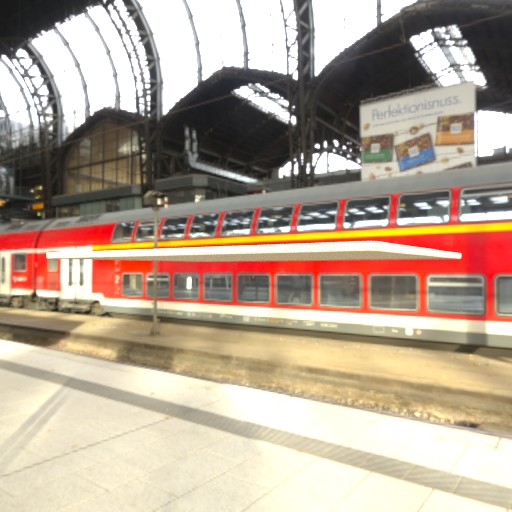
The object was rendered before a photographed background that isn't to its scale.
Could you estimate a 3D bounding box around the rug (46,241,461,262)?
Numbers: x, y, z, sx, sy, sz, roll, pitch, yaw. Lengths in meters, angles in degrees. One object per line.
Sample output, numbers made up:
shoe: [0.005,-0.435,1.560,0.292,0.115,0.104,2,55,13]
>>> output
rug: [0.000,0.000,2.114,1.600,0.027,1.200,-1,-2,35]
